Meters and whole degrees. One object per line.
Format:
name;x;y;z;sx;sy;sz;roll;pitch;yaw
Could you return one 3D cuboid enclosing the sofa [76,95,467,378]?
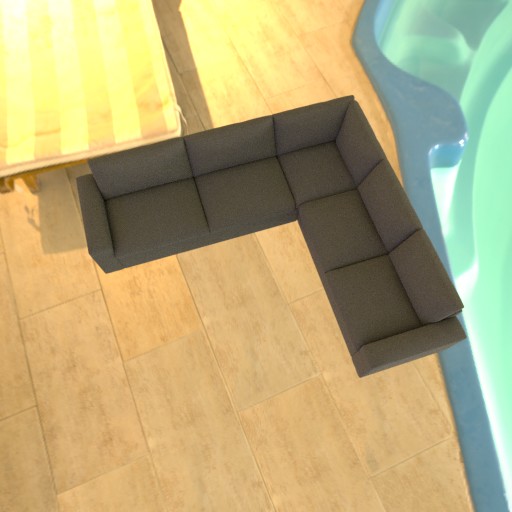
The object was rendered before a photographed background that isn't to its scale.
sofa;0.000;0.000;4.638;3.277;0.965;2.895;-16;67;-7
